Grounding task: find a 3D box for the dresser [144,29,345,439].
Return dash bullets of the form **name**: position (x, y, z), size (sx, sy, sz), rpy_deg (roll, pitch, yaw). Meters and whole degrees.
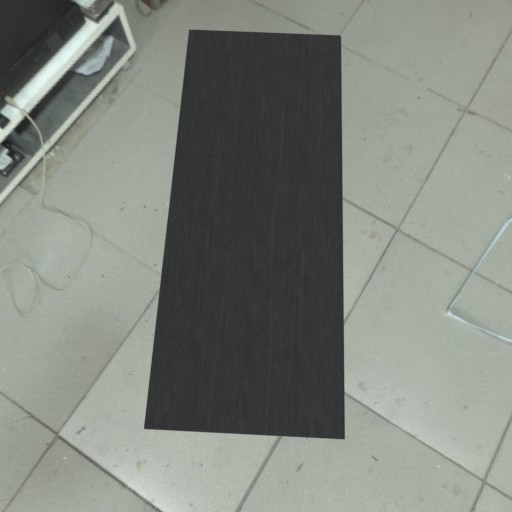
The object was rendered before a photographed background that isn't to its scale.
- **dresser**: position (0.000, 0.000, 1.421), size (0.404, 0.816, 0.994), rpy_deg (3, 73, 1)
